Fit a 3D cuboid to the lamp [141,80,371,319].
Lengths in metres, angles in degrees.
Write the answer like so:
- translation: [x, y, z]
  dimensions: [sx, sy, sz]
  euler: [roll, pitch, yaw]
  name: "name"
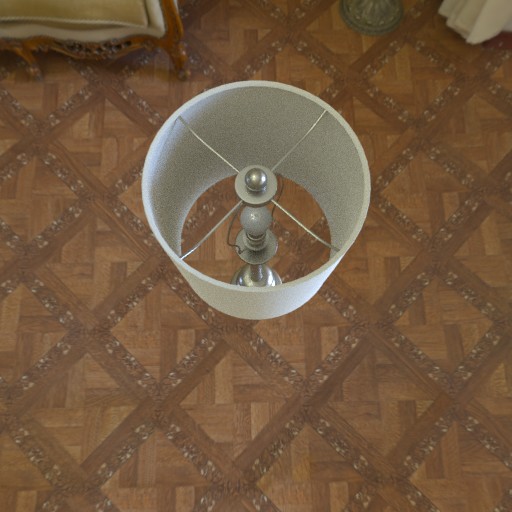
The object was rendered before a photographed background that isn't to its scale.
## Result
- translation: [0.000, 0.000, 0.812]
  dimensions: [0.254, 0.690, 0.254]
  euler: [41, 79, 10]
  name: "lamp"
